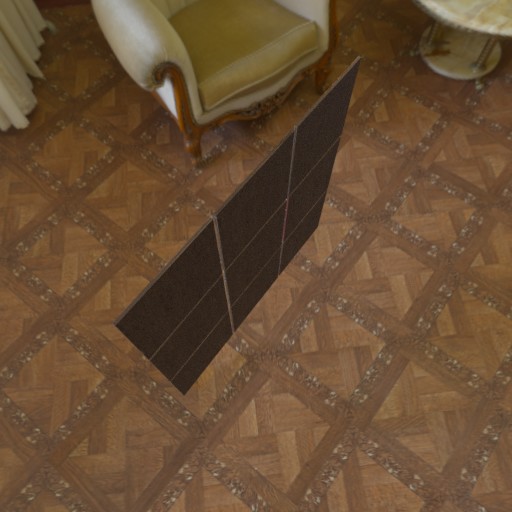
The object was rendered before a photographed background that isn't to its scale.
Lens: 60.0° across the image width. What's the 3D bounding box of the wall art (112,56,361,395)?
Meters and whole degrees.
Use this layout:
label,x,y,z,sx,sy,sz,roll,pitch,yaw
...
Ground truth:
label,x,y,z,sx,sy,sz,roll,pitch,yaw
wall art,0.000,0.000,2.379,0.014,1.525,1.527,34,69,15
